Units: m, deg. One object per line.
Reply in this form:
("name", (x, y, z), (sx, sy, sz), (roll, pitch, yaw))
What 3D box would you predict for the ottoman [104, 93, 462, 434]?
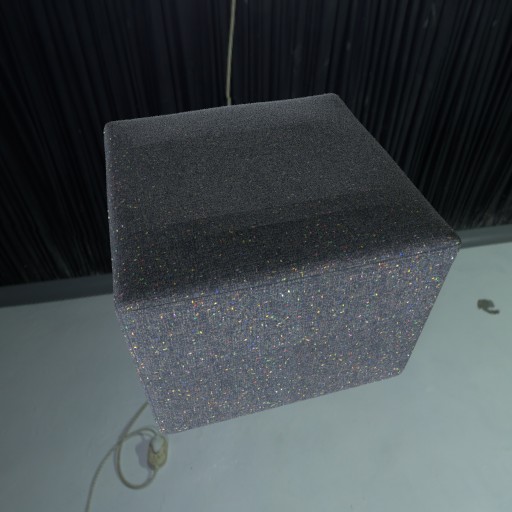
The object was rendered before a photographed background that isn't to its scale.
("ottoman", (0.000, 0.000, 0.898), (0.508, 0.432, 0.508), (-11, 46, -11))
